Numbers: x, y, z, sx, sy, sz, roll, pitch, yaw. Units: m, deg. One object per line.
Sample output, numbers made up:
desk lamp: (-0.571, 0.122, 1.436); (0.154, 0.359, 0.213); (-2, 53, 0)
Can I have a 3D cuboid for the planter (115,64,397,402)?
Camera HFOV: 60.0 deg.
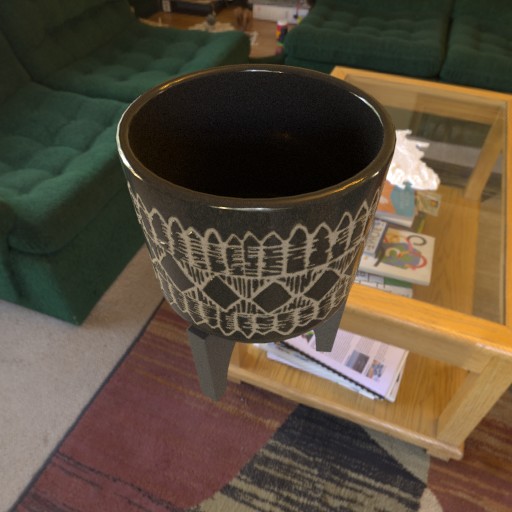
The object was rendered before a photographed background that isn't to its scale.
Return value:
planter: (0.000, 0.000, 0.528); (0.251, 0.355, 0.251); (3, 46, 3)
